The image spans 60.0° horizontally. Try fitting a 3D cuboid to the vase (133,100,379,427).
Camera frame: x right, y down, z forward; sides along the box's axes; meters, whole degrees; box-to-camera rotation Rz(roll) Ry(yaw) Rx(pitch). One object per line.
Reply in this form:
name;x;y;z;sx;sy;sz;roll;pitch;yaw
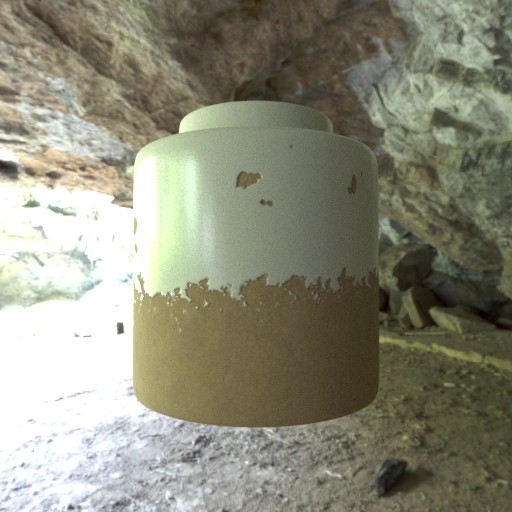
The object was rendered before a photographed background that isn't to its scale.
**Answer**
vase;0.000;0.000;0.286;0.153;0.167;0.153;0;-1;0
